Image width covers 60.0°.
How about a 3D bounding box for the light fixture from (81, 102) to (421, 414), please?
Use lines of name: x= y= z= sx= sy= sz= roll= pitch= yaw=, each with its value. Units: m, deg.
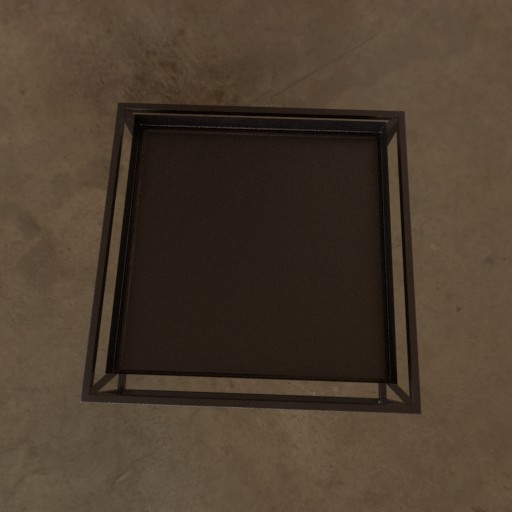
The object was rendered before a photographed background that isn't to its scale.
light fixture: x=0.000 y=0.000 z=0.691 sx=0.441 sy=0.191 sz=0.441 roll=2 pitch=76 yaw=0
